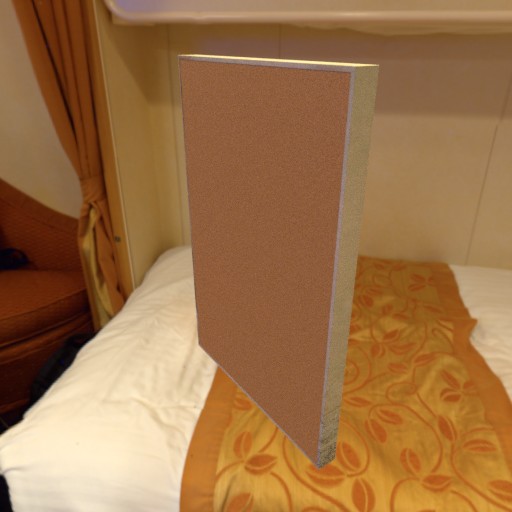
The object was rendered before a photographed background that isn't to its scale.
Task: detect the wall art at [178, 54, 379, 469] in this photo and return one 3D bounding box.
[{"bbox_3d":[0.000,0.000,0.746,0.036,0.607,0.403,-18,31,-32],"label":"wall art"}]
